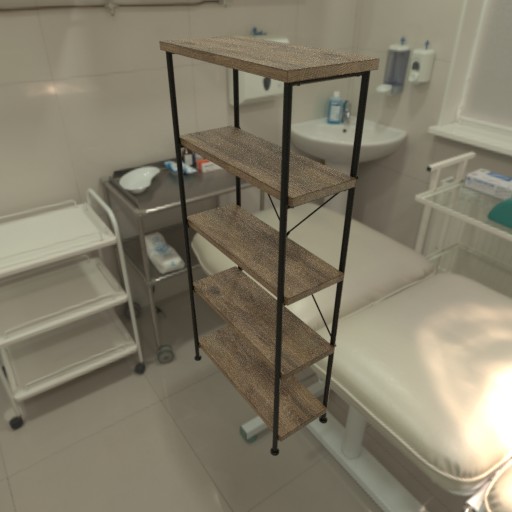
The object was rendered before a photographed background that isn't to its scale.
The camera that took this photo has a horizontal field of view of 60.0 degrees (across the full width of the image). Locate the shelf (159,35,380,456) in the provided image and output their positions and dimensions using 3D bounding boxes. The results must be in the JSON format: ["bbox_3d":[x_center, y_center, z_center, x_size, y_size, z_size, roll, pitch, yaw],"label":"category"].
[{"bbox_3d":[0.000,0.000,1.991,0.360,1.700,0.800,-21,38,-29],"label":"shelf"}]
